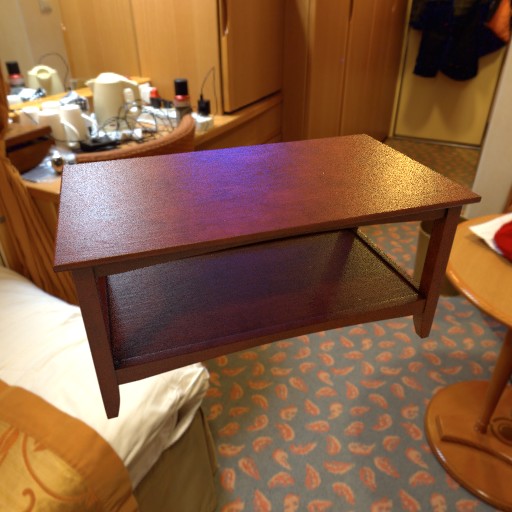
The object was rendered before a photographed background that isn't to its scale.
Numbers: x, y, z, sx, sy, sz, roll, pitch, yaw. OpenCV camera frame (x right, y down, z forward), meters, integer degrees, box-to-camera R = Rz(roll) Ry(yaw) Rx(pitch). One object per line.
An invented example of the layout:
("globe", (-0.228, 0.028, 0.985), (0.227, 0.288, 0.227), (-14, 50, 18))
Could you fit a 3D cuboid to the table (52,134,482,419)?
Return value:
("table", (0.000, 0.000, 1.247), (0.943, 0.456, 0.533), (-10, 33, -16))
